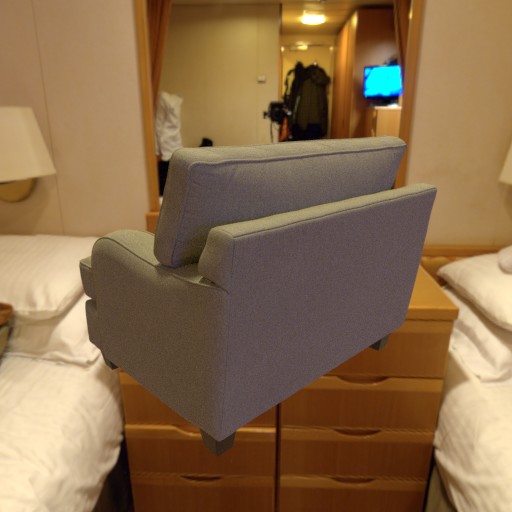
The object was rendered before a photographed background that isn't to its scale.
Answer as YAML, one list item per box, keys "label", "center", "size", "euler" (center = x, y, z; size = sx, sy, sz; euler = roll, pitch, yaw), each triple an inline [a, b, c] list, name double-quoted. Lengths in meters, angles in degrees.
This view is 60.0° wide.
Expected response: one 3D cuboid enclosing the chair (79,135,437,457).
- label: "chair"
  center: [0.000, 0.000, 1.959]
  size: [1.220, 1.016, 1.041]
  euler: [-16, 24, -42]
